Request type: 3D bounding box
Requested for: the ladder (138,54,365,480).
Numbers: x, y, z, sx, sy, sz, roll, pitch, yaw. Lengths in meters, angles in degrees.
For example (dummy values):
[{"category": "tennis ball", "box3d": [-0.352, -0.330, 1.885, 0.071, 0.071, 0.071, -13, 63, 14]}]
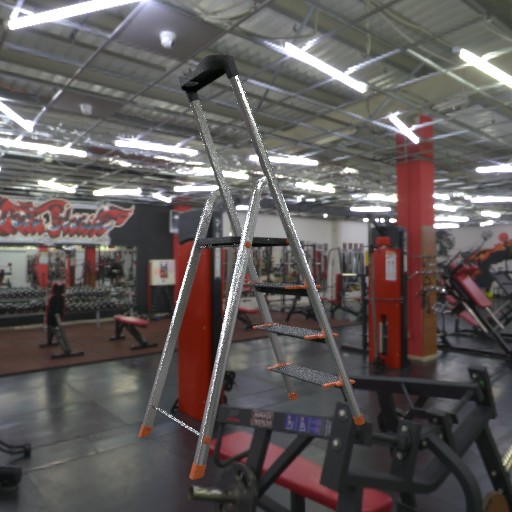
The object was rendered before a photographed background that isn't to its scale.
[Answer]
[{"category": "ladder", "box3d": [0.000, 0.000, 1.836, 0.834, 1.429, 0.452, 1, -1, -37]}]
